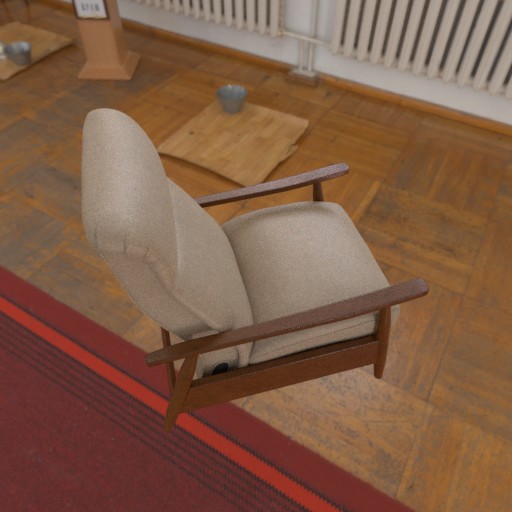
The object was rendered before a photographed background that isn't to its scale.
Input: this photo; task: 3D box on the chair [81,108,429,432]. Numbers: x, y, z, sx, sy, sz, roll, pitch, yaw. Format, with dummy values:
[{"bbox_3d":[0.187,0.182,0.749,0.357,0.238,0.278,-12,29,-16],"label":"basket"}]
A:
[{"bbox_3d":[0.000,0.000,1.724,1.030,1.082,0.762,-11,48,-10],"label":"chair"}]
